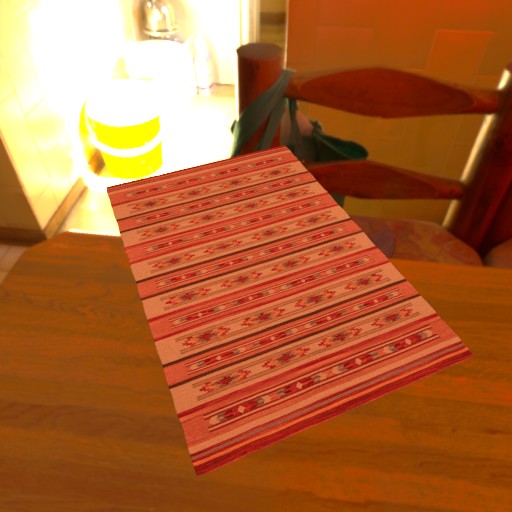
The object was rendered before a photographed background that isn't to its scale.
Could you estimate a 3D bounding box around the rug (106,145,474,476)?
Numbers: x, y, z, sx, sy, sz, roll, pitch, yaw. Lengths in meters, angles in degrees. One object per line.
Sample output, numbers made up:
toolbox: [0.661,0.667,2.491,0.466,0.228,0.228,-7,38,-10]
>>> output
rug: [0.000,0.000,2.285,1.223,0.008,1.817,-17,47,-16]
